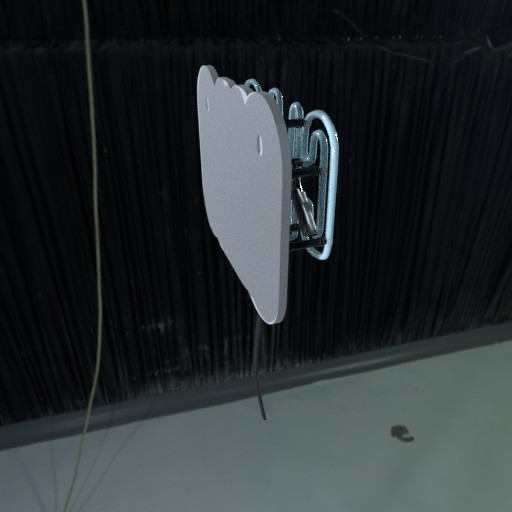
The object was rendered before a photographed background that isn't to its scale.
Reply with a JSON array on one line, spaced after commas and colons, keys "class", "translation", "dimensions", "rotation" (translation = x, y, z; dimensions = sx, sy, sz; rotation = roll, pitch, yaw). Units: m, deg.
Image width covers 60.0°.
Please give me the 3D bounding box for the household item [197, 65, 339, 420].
[{"class": "household item", "translation": [0.000, 0.000, 0.387], "dimensions": [0.042, 0.294, 0.211], "rotation": [-10, 31, -16]}]
